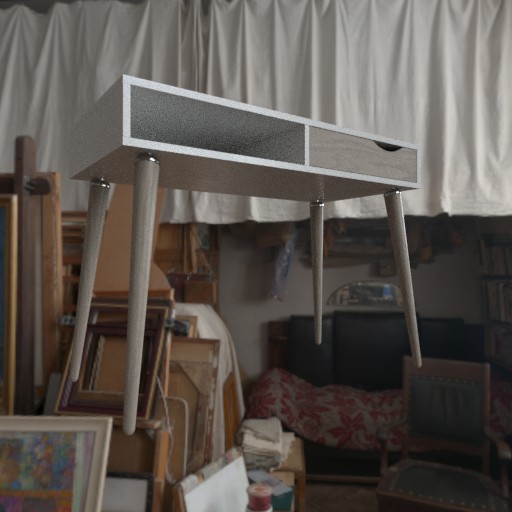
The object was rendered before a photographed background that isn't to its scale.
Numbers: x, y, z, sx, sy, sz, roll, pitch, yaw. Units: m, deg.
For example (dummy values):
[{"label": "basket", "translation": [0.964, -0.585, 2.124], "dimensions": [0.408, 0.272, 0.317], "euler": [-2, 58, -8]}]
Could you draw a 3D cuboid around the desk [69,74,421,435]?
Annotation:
[{"label": "desk", "translation": [0.000, 0.000, 1.357], "dimensions": [0.979, 0.723, 0.491], "euler": [0, 0, -35]}]
